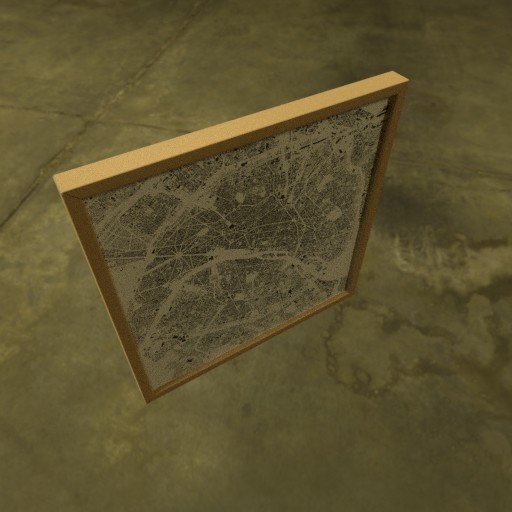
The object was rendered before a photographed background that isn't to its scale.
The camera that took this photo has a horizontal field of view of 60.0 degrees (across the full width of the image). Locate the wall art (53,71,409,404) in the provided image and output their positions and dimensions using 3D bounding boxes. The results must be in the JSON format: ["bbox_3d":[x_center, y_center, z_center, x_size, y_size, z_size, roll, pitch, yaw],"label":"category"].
[{"bbox_3d":[0.000,0.000,0.758,0.509,0.509,0.036,-24,51,-21],"label":"wall art"}]
